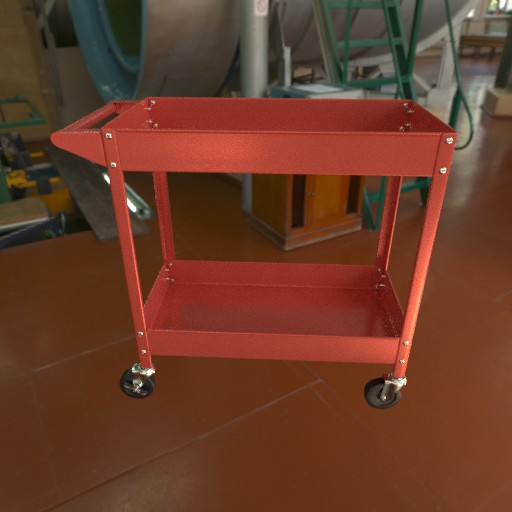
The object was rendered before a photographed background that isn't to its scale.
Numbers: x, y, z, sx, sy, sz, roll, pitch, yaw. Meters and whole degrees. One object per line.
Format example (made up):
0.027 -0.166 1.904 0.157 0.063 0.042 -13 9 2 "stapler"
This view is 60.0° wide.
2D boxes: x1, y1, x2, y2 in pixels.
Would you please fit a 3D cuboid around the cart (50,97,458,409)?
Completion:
0.000 0.000 1.142 0.779 0.719 0.366 2 29 3 "cart"
